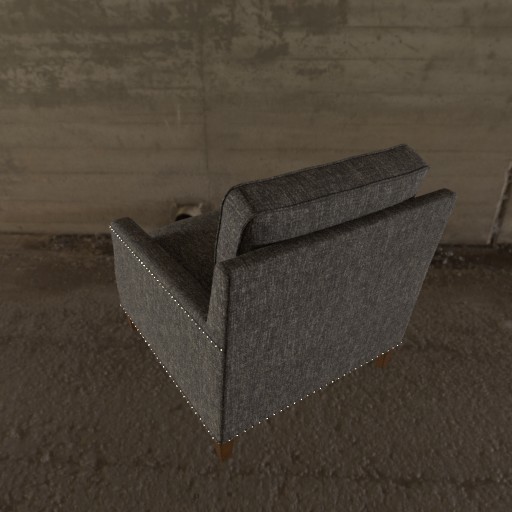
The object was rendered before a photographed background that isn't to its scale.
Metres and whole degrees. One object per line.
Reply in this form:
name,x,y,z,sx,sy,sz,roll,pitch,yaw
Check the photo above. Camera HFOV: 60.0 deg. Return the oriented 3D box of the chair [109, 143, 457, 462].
chair,0.000,0.000,1.701,0.853,0.943,1.014,-19,35,-29
